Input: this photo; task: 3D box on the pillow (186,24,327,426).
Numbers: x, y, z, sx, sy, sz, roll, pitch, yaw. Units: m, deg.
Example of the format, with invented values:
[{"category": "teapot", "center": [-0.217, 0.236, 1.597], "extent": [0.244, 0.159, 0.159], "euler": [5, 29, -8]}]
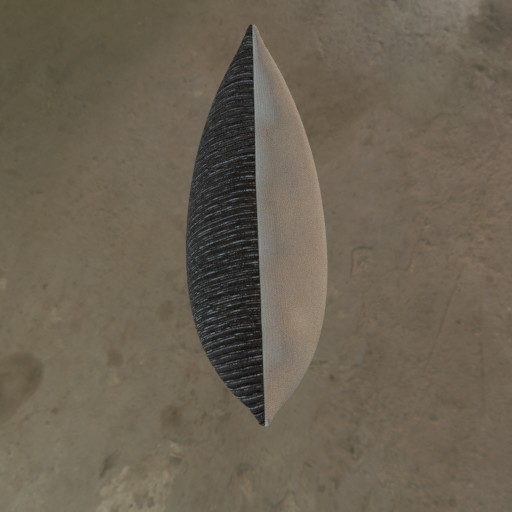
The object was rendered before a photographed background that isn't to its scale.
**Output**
[{"category": "pillow", "center": [0.000, 0.000, 0.654], "extent": [0.196, 0.434, 0.433], "euler": [-2, 75, 0]}]
